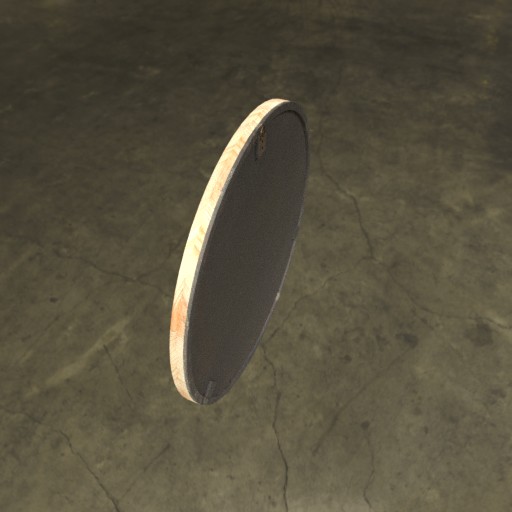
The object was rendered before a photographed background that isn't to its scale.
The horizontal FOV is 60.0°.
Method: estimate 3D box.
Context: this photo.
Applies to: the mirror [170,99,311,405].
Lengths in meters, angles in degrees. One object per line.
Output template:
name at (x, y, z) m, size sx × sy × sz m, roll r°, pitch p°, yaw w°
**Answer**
mirror at (0.000, 0.000, 1.056) m, size 0.038 × 0.710 × 0.710 m, roll 17°, pitch 49°, yaw 16°
